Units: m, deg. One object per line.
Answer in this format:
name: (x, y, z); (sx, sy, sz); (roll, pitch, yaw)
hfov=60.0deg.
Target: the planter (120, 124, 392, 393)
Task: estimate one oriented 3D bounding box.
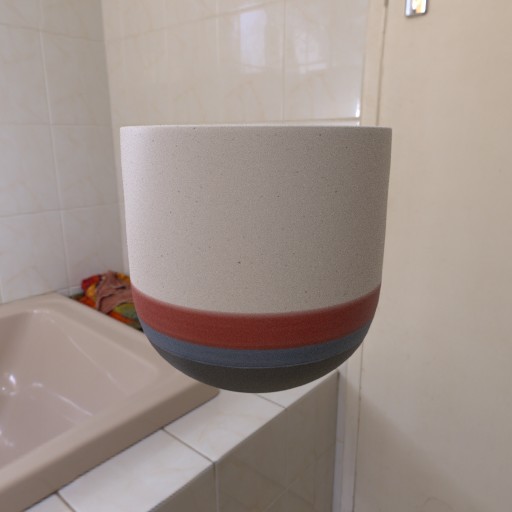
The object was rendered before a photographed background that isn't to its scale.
planter: (0.000, 0.000, 0.486); (0.268, 0.270, 0.268); (0, 15, 0)
